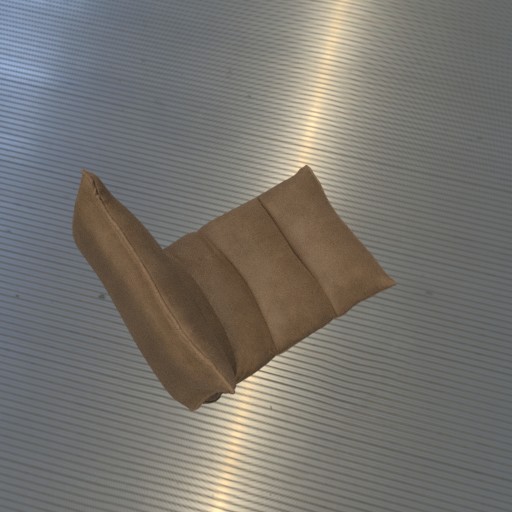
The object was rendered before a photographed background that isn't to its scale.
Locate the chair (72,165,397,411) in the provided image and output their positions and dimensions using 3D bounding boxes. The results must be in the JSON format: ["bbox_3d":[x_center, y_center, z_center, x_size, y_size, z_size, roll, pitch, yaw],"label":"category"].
[{"bbox_3d":[0.000,0.000,1.592,0.985,0.892,0.714,-31,78,-8],"label":"chair"}]
